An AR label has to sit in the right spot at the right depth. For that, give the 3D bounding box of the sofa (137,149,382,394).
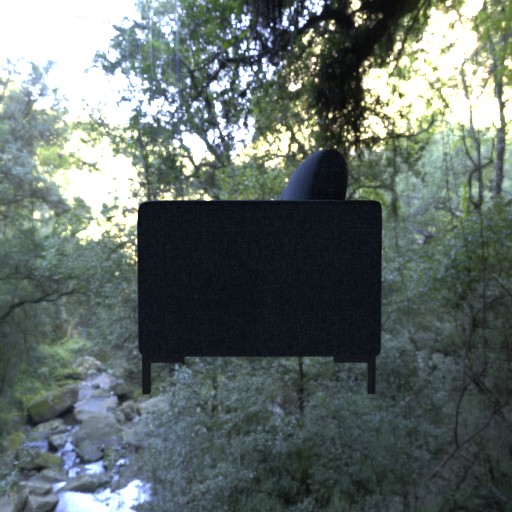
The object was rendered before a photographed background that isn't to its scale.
[{"bbox_3d":[0.000,0.000,2.603,0.859,0.874,2.218,0,2,0],"label":"sofa"}]
